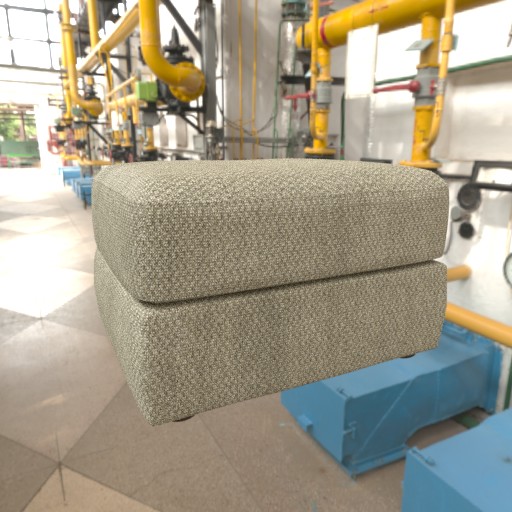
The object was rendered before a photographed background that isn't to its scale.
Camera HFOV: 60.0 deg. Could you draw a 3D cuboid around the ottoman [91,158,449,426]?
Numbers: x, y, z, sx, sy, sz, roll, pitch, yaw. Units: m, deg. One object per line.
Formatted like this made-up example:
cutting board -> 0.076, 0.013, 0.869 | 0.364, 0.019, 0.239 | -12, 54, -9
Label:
ottoman -> 0.000, 0.000, 1.132 | 0.751, 0.476, 0.603 | -7, 16, -26
